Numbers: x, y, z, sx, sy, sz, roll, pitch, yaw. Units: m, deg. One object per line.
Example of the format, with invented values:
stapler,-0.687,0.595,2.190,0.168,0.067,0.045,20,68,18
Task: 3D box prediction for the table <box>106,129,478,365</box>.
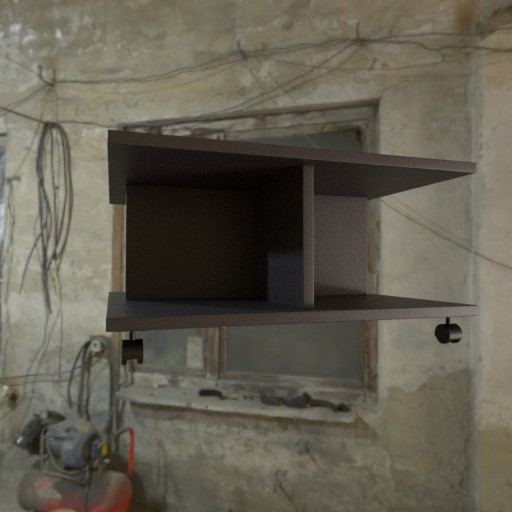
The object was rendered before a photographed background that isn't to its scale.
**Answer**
table,0.000,0.000,1.203,0.762,0.396,0.762,0,-1,-18
